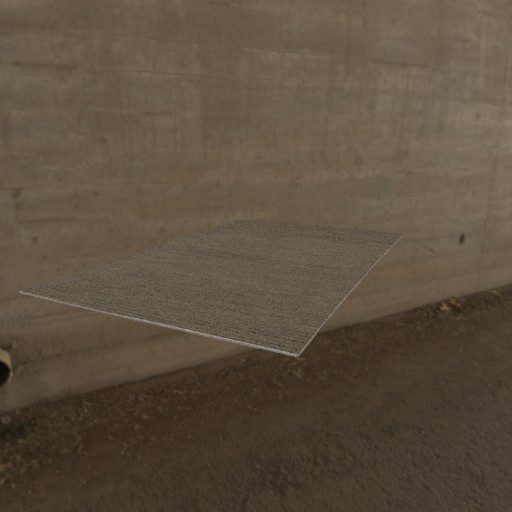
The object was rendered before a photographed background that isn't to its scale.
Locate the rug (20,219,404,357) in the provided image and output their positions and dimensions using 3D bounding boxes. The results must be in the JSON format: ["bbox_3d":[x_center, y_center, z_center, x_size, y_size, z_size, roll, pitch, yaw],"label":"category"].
[{"bbox_3d":[0.000,0.000,2.209,1.149,0.021,1.773,7,17,26],"label":"rug"}]
